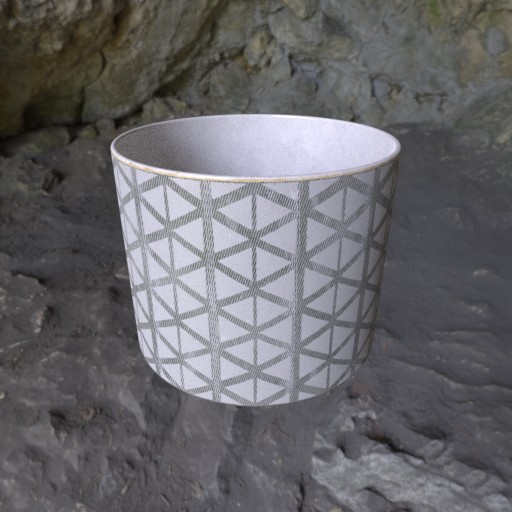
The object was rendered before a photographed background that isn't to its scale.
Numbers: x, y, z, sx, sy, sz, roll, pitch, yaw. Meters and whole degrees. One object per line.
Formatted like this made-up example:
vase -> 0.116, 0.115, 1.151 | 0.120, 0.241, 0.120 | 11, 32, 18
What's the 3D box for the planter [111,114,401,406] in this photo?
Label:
planter -> 0.000, 0.000, 0.342 | 0.190, 0.181, 0.190 | 0, 27, 0
